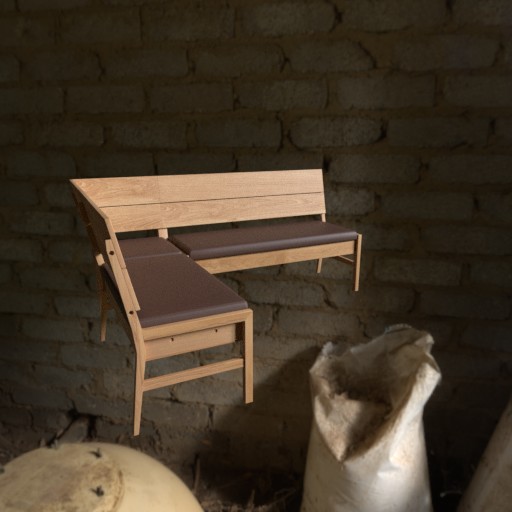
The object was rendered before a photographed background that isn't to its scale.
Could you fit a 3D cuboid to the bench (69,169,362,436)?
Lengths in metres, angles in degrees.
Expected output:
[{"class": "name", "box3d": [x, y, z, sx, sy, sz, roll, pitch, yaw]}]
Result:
[{"class": "bench", "box3d": [0.000, 0.000, 2.742, 1.975, 0.890, 1.549, -8, 17, -26]}]
